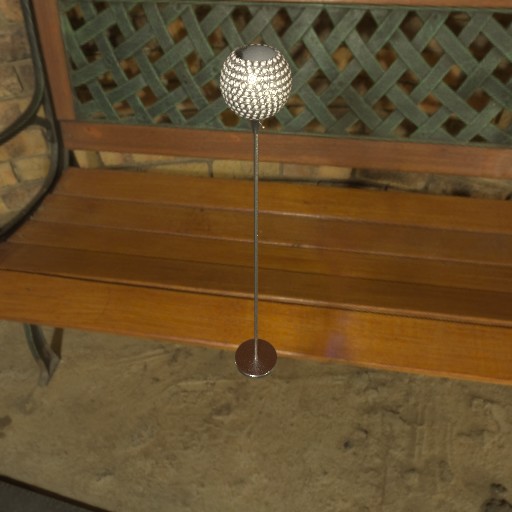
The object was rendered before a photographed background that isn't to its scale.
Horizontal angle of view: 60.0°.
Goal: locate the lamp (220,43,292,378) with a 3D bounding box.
[{"bbox_3d":[0.000,0.000,2.003,0.254,1.805,0.254,0,47,0],"label":"lamp"}]
